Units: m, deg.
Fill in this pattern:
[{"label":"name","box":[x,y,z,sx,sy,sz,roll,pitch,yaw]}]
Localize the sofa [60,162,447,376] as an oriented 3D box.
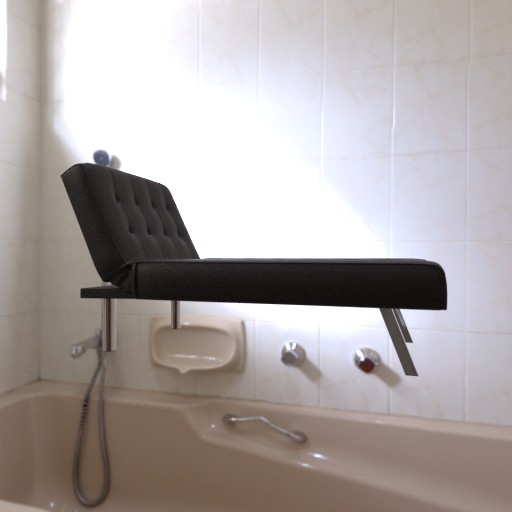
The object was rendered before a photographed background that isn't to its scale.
[{"label":"sofa","box":[0.000,0.000,2.039,1.560,0.820,0.760,0,0,18]}]
